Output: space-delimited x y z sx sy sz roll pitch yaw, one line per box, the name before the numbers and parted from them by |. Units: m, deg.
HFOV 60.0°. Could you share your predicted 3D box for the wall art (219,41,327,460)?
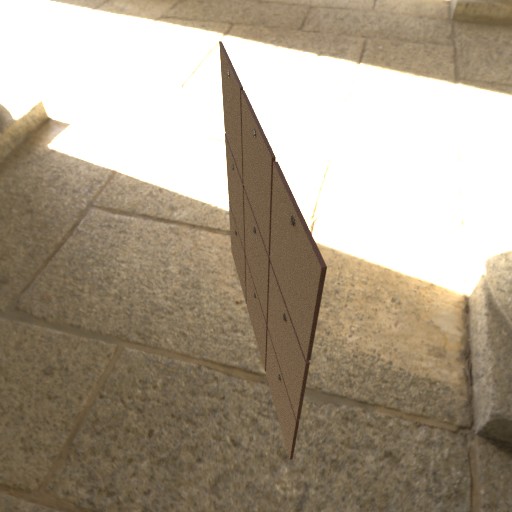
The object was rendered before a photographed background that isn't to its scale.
wall art | 0.000 0.000 1.798 0.019 1.218 1.221 -10 48 -9
